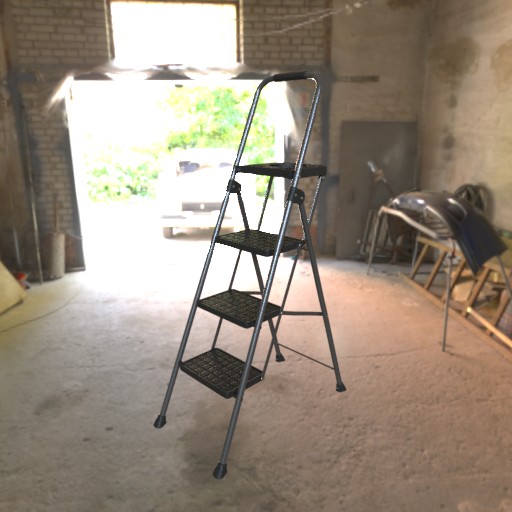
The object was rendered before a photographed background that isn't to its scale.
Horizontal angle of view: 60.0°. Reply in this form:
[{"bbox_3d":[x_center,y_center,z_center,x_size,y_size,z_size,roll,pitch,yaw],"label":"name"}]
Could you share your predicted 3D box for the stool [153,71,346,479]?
[{"bbox_3d":[0.000,0.000,1.628,0.733,1.277,0.396,-16,23,-43],"label":"stool"}]
